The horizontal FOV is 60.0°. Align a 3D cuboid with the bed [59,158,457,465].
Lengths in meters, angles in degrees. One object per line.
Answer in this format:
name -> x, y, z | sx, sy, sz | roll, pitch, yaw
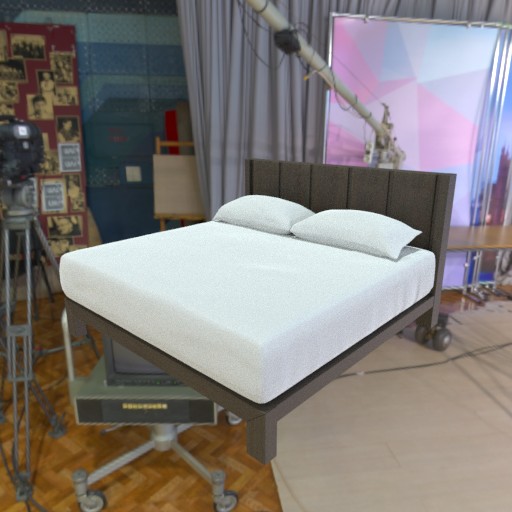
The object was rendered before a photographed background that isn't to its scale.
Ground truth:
bed -> 0.000, 0.000, 3.495 | 2.143, 1.261, 2.238 | 15, 23, 40
